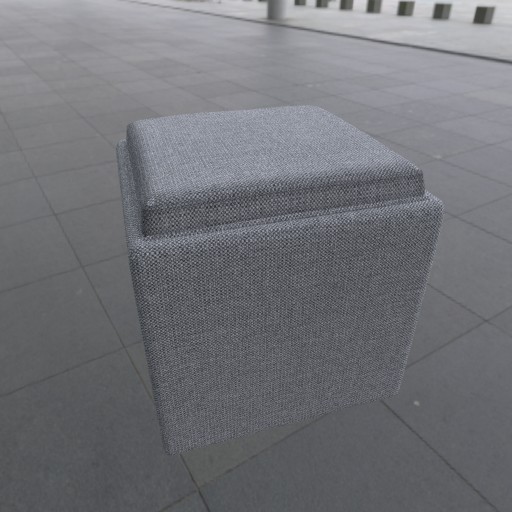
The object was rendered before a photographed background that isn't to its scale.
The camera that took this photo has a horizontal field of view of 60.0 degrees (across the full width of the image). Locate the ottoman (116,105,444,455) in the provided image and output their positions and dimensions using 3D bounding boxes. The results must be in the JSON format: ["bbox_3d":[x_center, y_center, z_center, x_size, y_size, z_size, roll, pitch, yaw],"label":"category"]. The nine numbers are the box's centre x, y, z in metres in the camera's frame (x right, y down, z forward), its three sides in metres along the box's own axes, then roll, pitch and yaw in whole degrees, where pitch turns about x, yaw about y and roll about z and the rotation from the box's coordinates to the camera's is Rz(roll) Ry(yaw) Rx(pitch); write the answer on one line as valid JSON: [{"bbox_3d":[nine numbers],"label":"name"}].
[{"bbox_3d":[0.000,0.000,0.854,0.454,0.487,0.436,-9,34,-14],"label":"ottoman"}]
